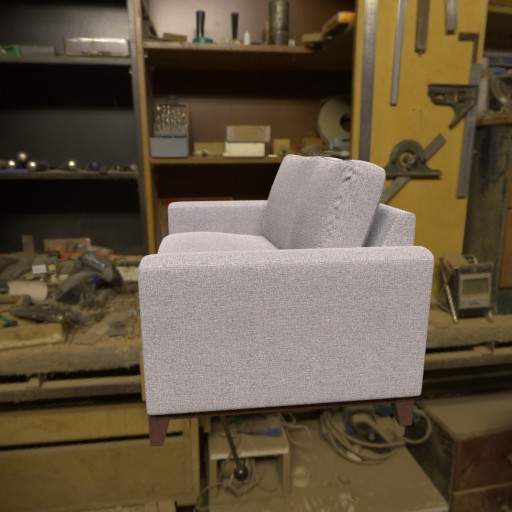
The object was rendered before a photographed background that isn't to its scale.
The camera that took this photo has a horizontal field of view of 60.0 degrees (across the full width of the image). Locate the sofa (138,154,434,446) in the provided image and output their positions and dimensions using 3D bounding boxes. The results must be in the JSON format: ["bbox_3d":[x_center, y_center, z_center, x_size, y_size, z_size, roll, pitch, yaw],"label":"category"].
[{"bbox_3d":[0.000,0.000,2.000,0.917,0.873,1.420,-2,14,-7],"label":"sofa"}]
